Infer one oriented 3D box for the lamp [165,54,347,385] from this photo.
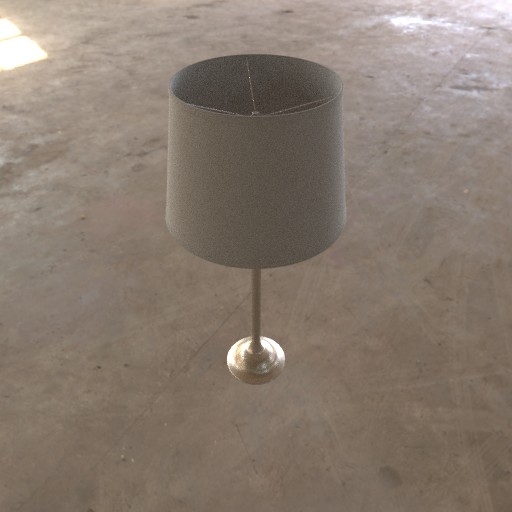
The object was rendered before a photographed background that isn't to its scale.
[{"bbox_3d":[0.000,0.000,0.896,0.331,0.698,0.331,0,41,0],"label":"lamp"}]
